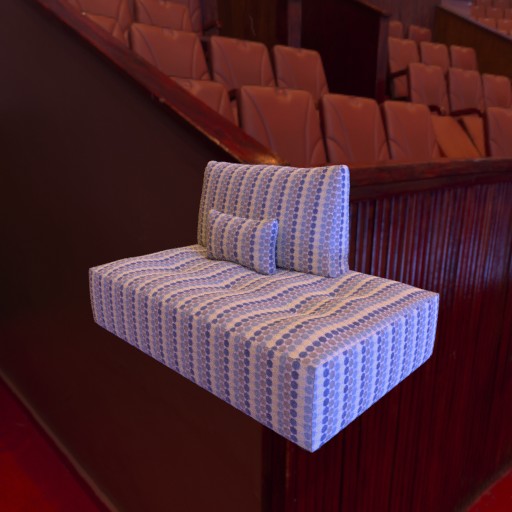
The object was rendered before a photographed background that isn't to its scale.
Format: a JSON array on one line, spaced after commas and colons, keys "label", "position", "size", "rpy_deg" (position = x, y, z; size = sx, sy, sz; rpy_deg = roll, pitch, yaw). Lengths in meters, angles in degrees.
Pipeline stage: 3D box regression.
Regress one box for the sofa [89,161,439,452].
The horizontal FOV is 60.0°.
[{"label": "sofa", "position": [0.000, 0.000, 2.065], "size": [1.450, 0.820, 1.000], "rpy_deg": [14, 21, 42]}]
